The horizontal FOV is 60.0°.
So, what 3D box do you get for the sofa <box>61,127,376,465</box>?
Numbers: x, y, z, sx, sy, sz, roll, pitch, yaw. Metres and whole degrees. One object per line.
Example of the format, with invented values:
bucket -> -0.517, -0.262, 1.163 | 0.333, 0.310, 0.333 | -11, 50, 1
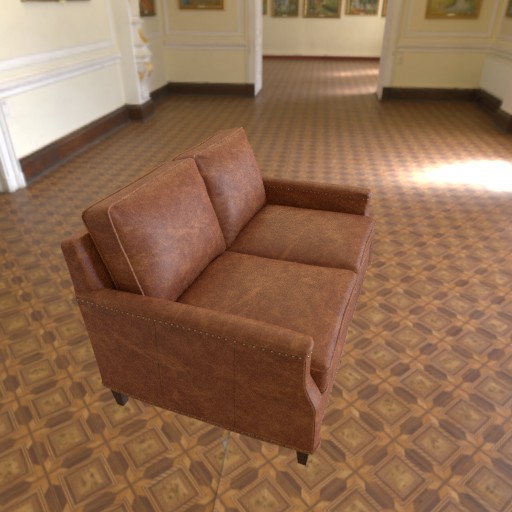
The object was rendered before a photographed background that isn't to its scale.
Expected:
sofa -> 0.000, 0.000, 2.321 | 1.084, 1.003, 1.597 | 11, 32, 18
